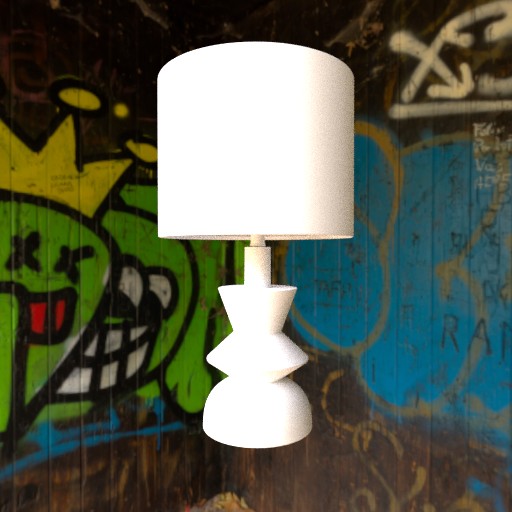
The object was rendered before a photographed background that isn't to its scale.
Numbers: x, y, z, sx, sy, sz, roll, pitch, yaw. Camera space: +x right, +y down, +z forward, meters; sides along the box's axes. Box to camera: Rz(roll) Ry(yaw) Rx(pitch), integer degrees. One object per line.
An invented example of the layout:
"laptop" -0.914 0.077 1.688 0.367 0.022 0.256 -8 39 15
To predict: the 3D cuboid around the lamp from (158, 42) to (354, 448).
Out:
"lamp" 0.000 0.000 0.700 0.301 0.533 0.301 0 1 19
